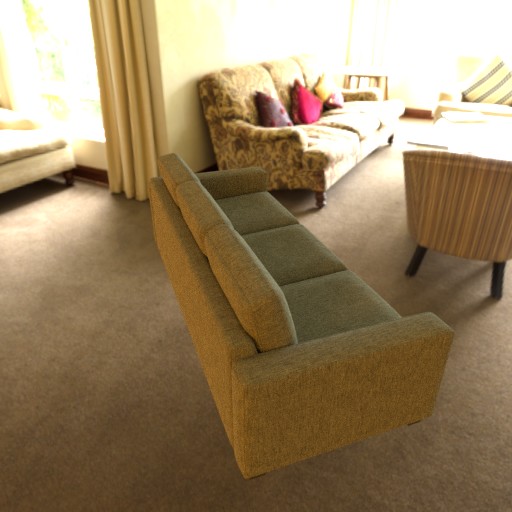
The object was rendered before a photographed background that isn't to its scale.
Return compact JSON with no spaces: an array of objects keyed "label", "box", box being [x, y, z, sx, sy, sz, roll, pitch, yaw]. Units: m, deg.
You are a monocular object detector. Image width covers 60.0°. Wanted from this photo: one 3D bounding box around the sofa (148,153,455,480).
[{"label":"sofa","box":[0.000,0.000,2.546,0.900,0.800,2.160,-10,31,-18]}]
